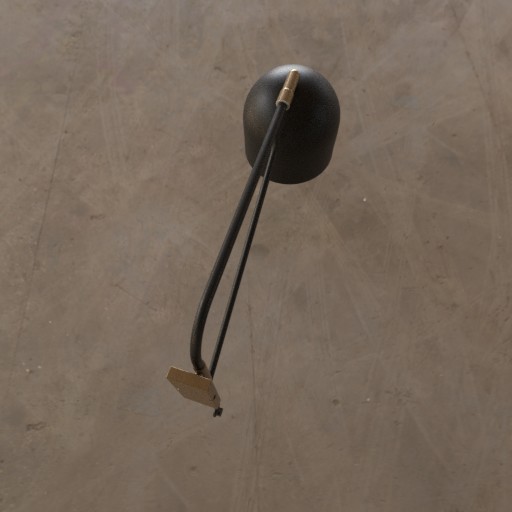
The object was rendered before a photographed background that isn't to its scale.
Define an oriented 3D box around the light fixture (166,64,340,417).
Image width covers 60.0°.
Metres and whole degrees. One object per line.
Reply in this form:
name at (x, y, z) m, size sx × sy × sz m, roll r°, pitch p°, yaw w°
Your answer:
light fixture at (0.000, 0.000, 1.067) m, size 0.215 × 0.696 × 0.720 m, roll 16°, pitch 65°, yaw 8°
